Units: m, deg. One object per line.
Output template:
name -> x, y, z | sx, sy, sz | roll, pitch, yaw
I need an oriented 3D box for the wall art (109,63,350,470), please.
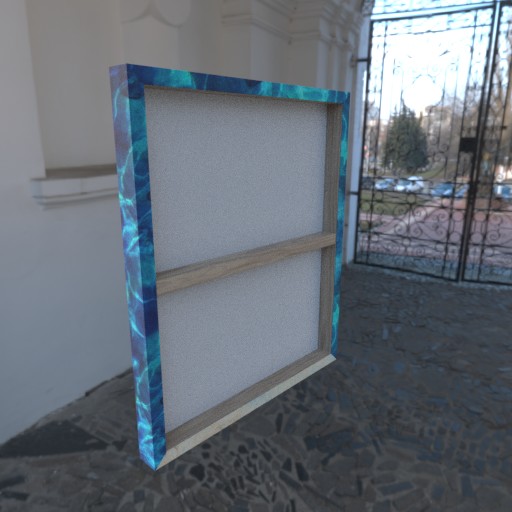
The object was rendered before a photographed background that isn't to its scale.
wall art -> 0.000, 0.000, 0.693 | 0.038, 0.508, 0.432 | 14, 20, 42
